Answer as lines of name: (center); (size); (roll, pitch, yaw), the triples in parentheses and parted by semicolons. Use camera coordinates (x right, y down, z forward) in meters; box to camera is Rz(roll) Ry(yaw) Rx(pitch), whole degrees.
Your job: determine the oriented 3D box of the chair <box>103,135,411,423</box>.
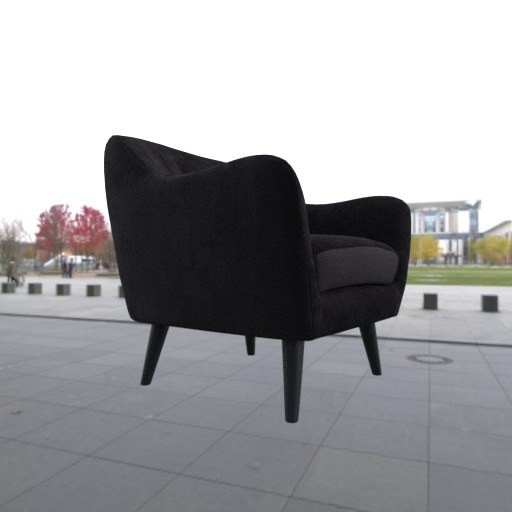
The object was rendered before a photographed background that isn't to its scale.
chair: (0.000, 0.000, 1.482); (0.819, 0.807, 0.840); (-1, -1, 36)
